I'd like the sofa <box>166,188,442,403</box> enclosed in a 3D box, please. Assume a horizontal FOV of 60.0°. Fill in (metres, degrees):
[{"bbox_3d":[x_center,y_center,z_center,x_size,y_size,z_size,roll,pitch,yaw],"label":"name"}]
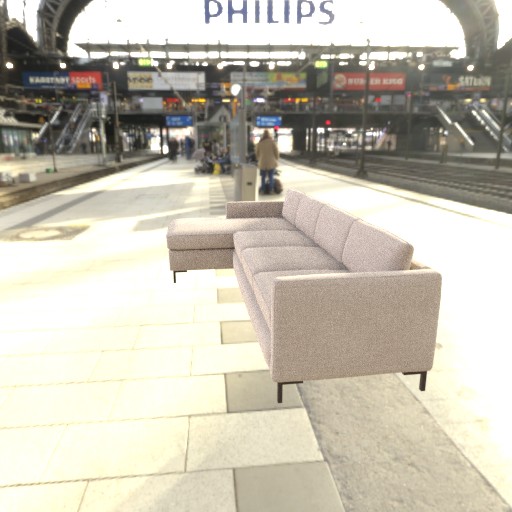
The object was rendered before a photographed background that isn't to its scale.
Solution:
[{"bbox_3d":[0.000,0.000,3.515,1.469,0.816,2.923,-2,15,-8],"label":"sofa"}]
